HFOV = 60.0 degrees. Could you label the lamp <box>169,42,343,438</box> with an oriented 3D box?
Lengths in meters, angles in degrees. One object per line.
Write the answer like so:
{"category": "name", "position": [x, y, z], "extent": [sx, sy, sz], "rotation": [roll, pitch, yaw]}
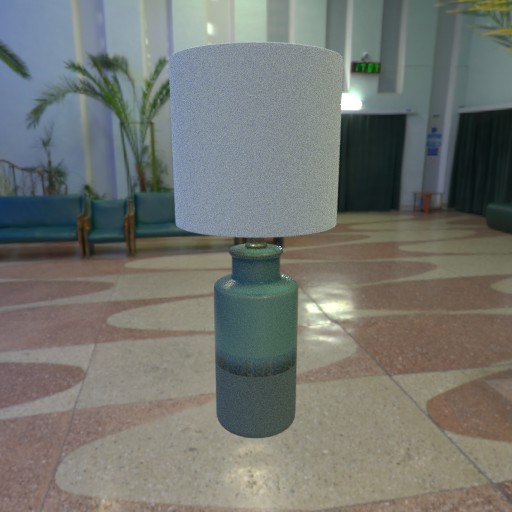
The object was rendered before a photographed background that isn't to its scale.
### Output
{"category": "lamp", "position": [0.000, 0.000, 0.605], "extent": [0.212, 0.493, 0.212], "rotation": [-2, 14, -8]}
